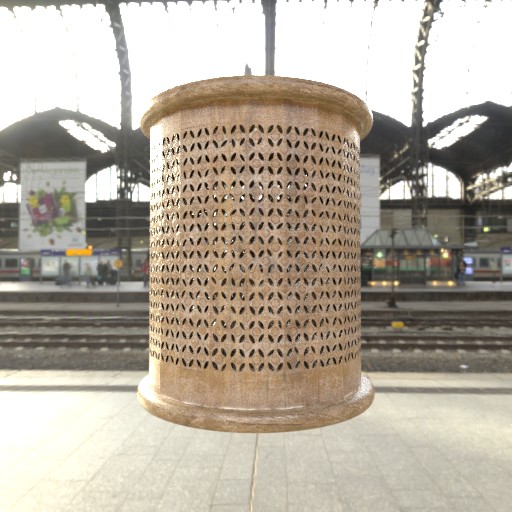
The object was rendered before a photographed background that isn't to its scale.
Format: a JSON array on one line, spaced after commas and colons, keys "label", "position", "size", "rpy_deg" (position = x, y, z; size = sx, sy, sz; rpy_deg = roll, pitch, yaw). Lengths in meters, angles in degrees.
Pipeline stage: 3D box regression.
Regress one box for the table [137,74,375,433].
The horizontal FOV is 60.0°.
[{"label": "table", "position": [0.000, 0.000, 0.792], "size": [0.407, 0.482, 0.407], "rpy_deg": [0, -2, 0]}]
